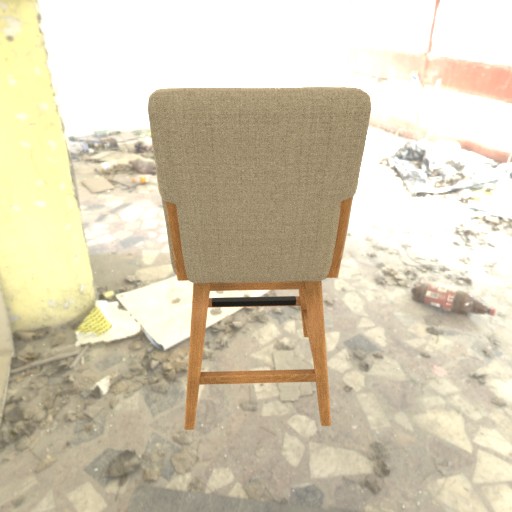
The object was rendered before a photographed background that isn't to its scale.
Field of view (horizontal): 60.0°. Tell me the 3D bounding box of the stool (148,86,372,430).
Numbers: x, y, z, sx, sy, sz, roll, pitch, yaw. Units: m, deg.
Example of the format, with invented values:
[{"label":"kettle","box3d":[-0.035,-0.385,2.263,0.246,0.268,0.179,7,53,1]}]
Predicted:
[{"label":"stool","box3d":[0.000,0.000,1.304,0.459,1.010,0.526,-1,30,-2]}]
